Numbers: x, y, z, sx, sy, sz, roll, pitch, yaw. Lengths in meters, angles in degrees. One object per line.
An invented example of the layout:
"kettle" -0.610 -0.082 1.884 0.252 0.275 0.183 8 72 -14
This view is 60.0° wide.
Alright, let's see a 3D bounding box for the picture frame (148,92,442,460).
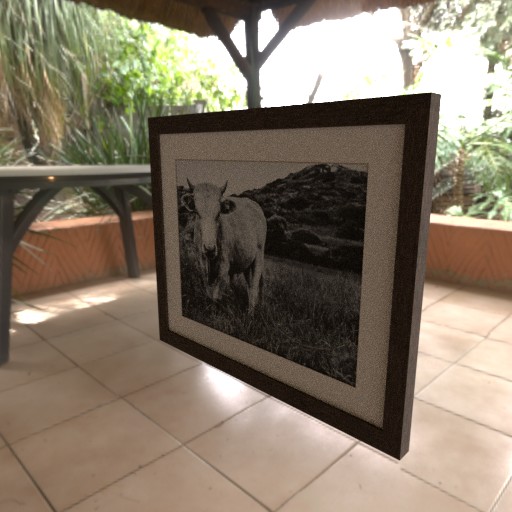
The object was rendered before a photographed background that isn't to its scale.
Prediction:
"picture frame" 0.000 0.000 0.719 0.546 0.455 0.026 13 18 42
